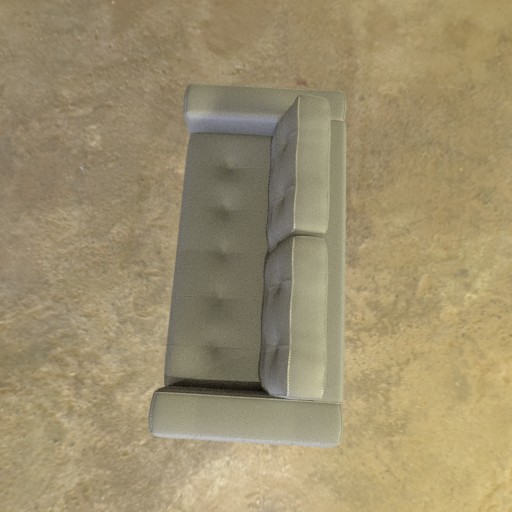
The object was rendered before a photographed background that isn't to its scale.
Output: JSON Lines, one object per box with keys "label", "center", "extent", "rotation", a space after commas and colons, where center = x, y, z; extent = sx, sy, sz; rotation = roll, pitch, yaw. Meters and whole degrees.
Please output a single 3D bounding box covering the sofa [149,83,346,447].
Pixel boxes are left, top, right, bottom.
{"label": "sofa", "center": [0.000, 0.000, 2.237], "extent": [0.833, 0.893, 1.726], "rotation": [3, 76, 1]}
